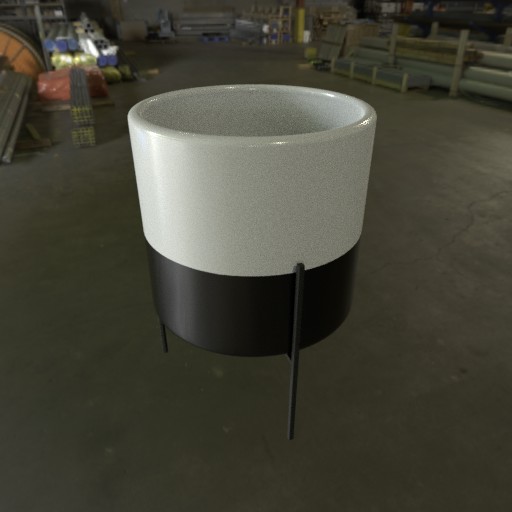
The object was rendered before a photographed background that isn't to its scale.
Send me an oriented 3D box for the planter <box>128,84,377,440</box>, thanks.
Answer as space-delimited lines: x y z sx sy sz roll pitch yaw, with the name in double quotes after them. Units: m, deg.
0.000 0.000 0.656 0.310 0.432 0.310 -19 36 -29 "planter"
